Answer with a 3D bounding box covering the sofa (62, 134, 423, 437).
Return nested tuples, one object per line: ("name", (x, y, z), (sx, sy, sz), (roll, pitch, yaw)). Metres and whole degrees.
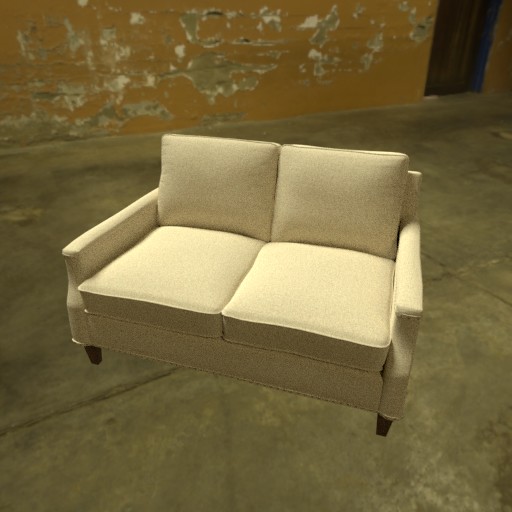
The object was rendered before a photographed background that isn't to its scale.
("sofa", (0.000, 0.000, 2.268), (1.597, 1.003, 1.084), (9, 30, 16))
